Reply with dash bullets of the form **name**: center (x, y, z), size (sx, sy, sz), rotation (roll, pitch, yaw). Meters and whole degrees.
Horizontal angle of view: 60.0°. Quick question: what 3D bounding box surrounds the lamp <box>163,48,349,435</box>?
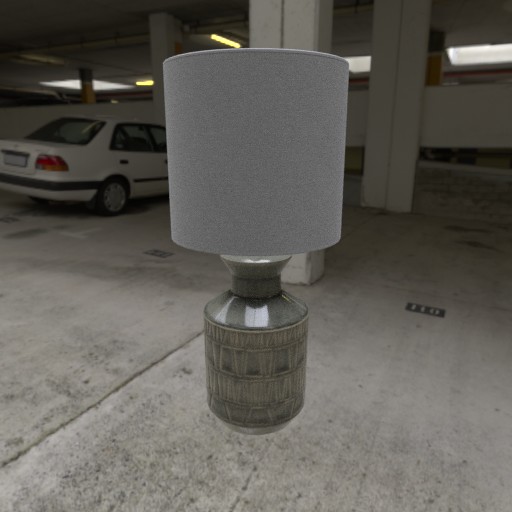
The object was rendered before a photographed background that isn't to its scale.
- **lamp**: center (0.000, 0.000, 0.571), size (0.211, 0.455, 0.211), rotation (7, 16, 25)
